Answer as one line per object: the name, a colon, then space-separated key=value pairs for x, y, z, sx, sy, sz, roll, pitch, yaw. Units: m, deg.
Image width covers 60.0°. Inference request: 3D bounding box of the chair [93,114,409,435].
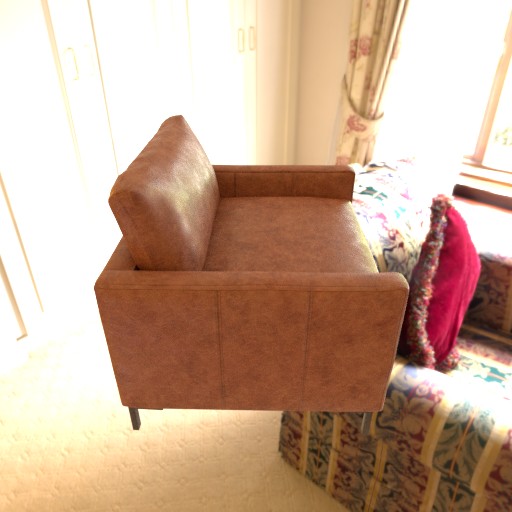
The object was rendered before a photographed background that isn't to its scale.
chair: x=0.000 y=0.000 z=1.660 sx=0.862 sy=0.869 sz=0.967 roll=1 pitch=32 yaw=1
